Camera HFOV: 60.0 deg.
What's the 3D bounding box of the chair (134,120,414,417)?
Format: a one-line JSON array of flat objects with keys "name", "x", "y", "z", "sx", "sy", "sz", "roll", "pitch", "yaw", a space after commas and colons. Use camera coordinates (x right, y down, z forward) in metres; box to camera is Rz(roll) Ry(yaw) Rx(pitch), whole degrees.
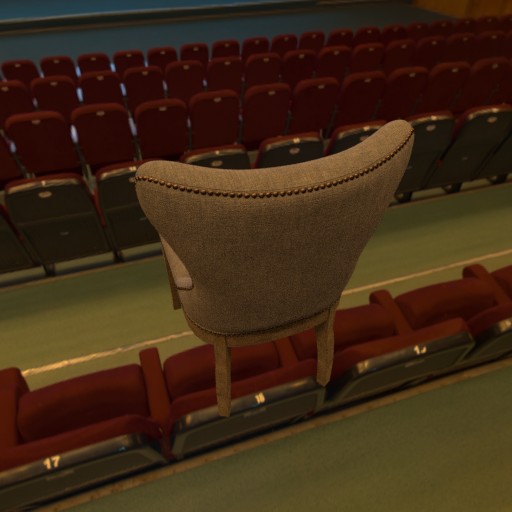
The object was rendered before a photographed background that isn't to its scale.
[{"name": "chair", "x": 0.000, "y": 0.000, "z": 1.419, "sx": 0.654, "sy": 1.002, "sz": 0.681, "roll": -13, "pitch": 44, "yaw": -14}]
